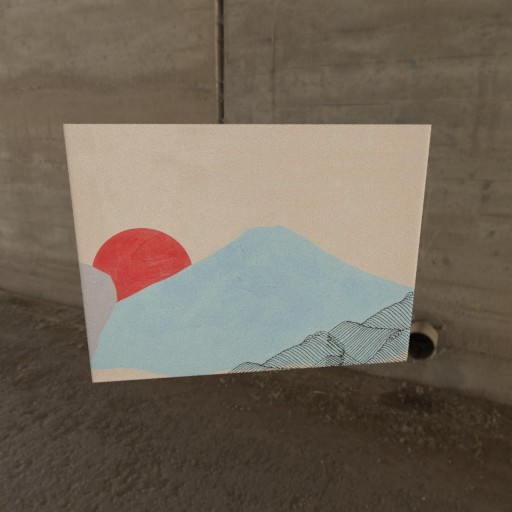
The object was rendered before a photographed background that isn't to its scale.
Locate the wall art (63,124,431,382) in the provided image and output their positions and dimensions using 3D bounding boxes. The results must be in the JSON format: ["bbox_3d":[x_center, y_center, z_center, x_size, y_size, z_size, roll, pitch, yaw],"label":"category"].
[{"bbox_3d":[0.000,0.000,1.602,1.219,0.912,0.042,-2,16,-7],"label":"wall art"}]
